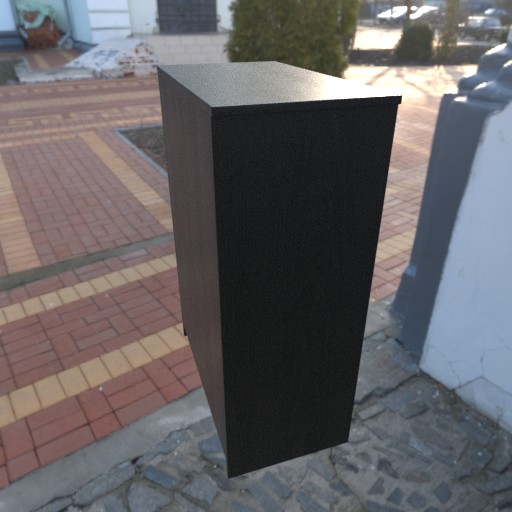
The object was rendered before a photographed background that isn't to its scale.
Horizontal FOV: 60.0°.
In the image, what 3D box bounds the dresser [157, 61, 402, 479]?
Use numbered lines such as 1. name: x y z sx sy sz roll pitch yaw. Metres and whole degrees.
1. dresser: 0.000 0.000 1.351 0.398 1.020 0.700 -9 30 -16
